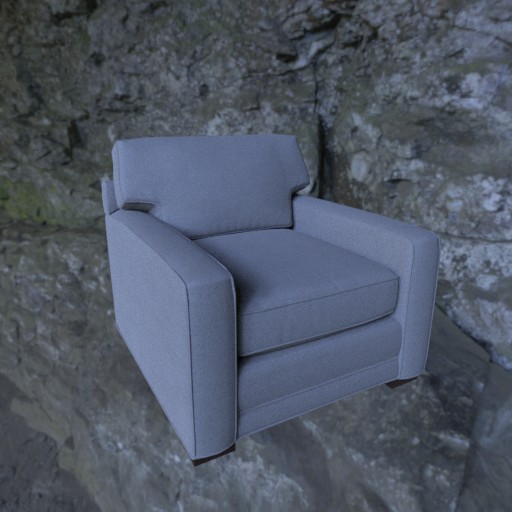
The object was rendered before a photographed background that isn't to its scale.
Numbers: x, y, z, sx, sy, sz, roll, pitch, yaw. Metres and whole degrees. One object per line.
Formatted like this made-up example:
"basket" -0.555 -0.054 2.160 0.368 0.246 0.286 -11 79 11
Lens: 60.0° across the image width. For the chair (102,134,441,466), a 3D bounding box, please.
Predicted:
"chair" 0.000 0.000 1.832 0.999 0.934 1.044 -10 20 -28
